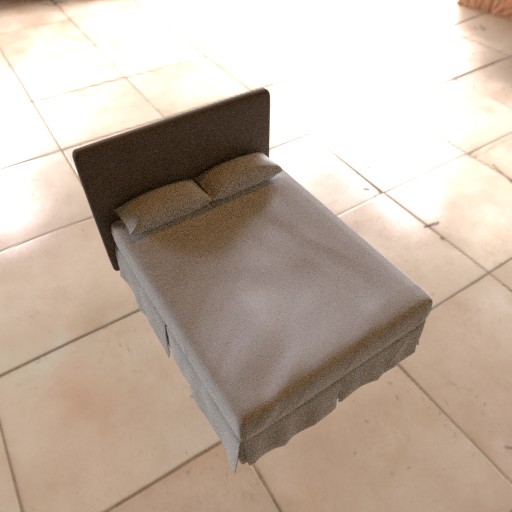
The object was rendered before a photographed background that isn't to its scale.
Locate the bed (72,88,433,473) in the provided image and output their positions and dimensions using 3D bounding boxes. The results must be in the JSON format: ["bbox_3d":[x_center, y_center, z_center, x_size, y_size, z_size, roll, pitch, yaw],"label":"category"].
[{"bbox_3d":[0.000,0.000,3.286,1.723,1.330,2.142,-26,53,-22],"label":"bed"}]
